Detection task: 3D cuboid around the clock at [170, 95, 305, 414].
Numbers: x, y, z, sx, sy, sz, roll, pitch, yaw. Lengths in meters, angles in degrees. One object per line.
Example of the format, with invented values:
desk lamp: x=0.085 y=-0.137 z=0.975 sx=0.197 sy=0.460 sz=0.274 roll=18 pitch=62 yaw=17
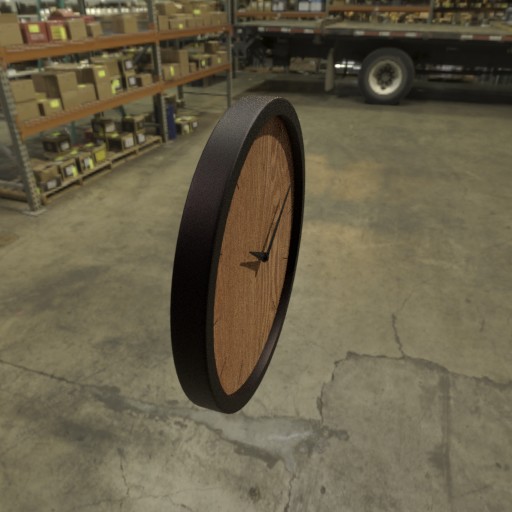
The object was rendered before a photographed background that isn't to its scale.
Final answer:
clock: x=0.000 y=0.000 z=0.461 sx=0.029 sy=0.314 sz=0.314 roll=10 pitch=32 yaw=16
